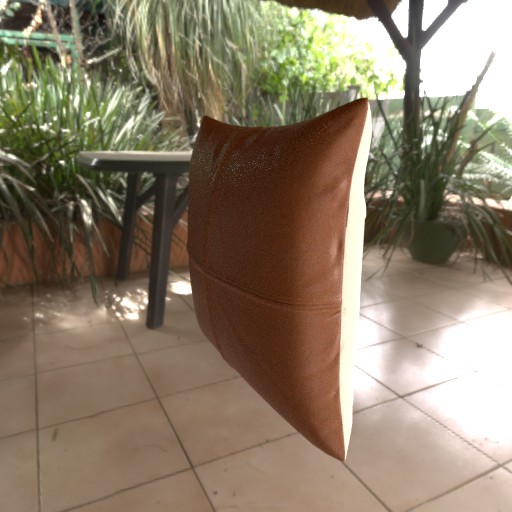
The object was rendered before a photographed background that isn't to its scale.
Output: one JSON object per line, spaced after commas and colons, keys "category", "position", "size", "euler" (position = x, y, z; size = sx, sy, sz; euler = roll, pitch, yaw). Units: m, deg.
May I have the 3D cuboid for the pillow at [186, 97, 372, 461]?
{"category": "pillow", "position": [0.000, 0.000, 0.755], "size": [0.192, 0.477, 0.501], "euler": [-8, 17, -27]}
